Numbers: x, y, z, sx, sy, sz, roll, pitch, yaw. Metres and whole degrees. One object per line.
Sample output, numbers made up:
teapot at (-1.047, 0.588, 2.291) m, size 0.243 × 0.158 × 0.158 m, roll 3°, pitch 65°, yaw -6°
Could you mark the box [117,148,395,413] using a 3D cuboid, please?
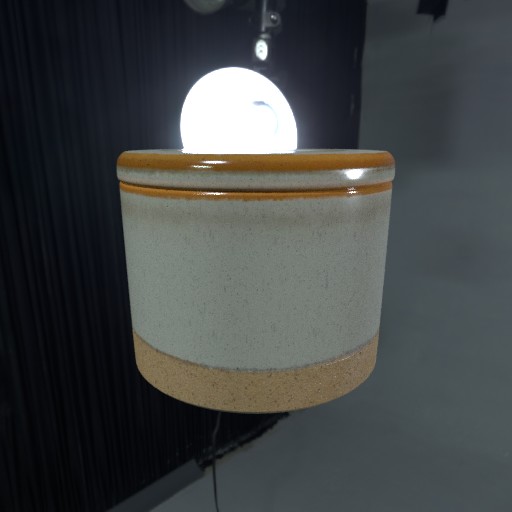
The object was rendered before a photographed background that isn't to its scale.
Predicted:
box at (0.000, 0.000, 0.215) m, size 0.123 × 0.100 × 0.123 m, roll 0°, pitch 14°, yaw 0°
